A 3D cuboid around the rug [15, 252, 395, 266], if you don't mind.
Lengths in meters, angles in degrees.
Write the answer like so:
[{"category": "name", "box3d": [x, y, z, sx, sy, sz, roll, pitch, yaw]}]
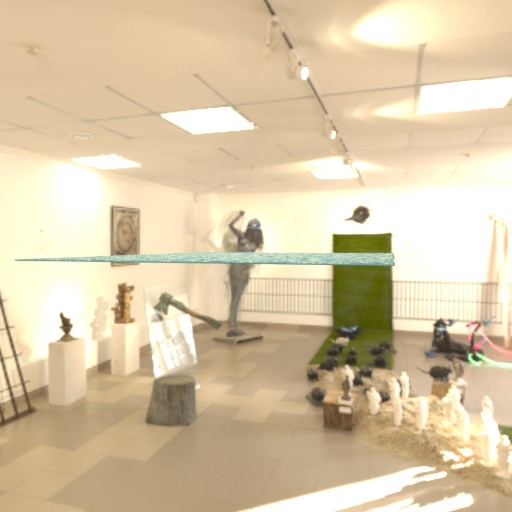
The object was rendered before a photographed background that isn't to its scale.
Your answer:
[{"category": "rug", "box3d": [0.000, 0.000, 3.948, 2.363, 0.012, 2.980, 0, 1, 17]}]
